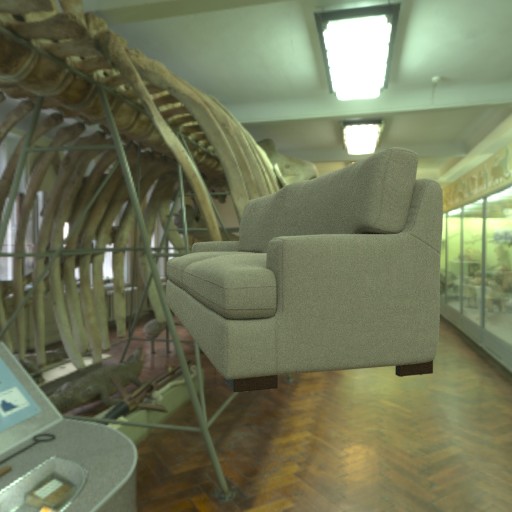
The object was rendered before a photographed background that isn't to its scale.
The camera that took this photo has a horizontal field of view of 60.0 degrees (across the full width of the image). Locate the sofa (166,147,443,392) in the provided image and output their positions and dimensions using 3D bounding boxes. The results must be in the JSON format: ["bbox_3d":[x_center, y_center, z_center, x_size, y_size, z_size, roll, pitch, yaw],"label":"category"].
[{"bbox_3d":[0.000,0.000,2.848,0.962,0.980,2.354,0,1,-17],"label":"sofa"}]
